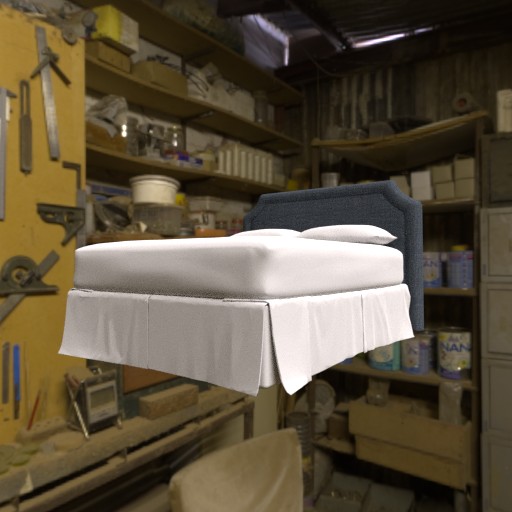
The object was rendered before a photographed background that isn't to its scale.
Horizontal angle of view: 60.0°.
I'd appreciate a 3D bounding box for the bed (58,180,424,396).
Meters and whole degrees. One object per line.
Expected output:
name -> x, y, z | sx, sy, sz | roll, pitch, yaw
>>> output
bed -> 0.000, 0.000, 3.306 | 1.828, 1.297, 2.208 | -1, -1, 36
